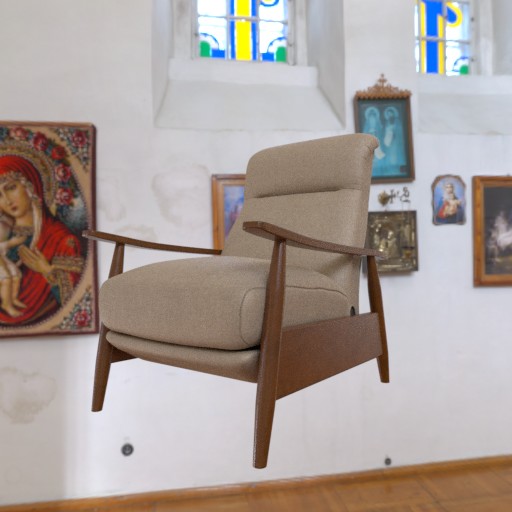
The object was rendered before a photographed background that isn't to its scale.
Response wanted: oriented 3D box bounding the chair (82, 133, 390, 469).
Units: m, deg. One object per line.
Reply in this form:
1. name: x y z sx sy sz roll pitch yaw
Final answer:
1. chair: 0.000 0.000 1.732 0.762 1.082 1.030 0 0 36
